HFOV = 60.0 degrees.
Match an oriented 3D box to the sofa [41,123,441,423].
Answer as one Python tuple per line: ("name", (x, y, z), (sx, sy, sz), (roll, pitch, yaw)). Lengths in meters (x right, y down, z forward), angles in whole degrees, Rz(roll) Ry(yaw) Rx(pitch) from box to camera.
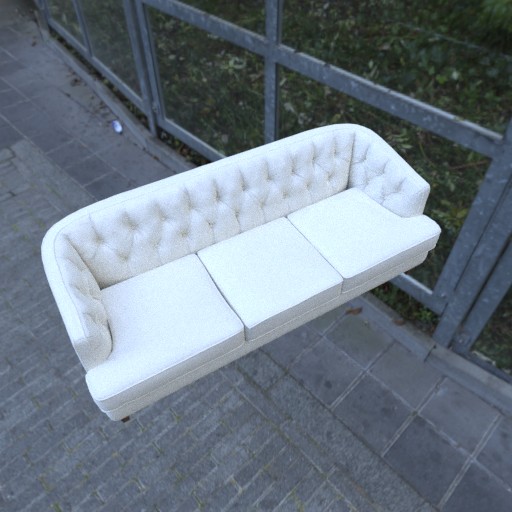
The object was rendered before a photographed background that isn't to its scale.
("sofa", (0.000, 0.000, 2.727), (2.278, 0.855, 0.941), (-23, 51, -20))
